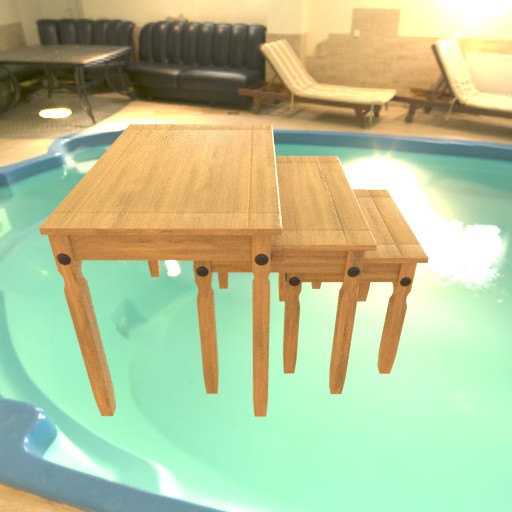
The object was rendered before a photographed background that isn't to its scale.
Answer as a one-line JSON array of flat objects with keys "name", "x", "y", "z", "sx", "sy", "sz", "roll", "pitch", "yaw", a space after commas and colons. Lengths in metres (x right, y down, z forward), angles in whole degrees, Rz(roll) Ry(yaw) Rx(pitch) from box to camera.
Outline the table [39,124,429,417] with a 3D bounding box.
[{"name": "table", "x": 0.000, "y": 0.000, "z": 1.210, "sx": 0.773, "sy": 0.535, "sz": 0.660, "roll": 0, "pitch": 32, "yaw": 0}]
